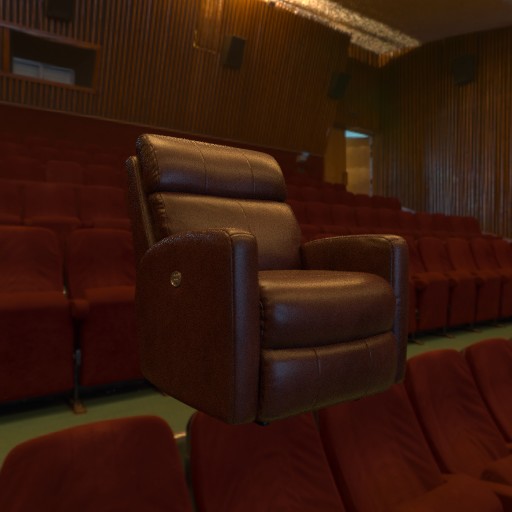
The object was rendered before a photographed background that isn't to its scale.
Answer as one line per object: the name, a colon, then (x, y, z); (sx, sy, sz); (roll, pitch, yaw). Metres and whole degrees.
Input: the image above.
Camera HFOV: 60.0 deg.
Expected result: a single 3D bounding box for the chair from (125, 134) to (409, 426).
chair: (0.000, 0.000, 1.716); (0.787, 1.016, 0.939); (0, 0, -35)
